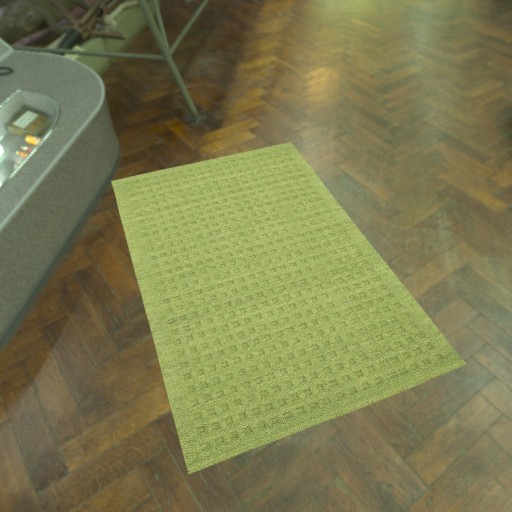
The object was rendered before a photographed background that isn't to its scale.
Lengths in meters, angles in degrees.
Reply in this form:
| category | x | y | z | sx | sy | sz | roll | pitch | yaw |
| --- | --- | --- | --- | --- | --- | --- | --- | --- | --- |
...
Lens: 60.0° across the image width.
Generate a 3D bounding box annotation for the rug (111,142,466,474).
| category | x | y | z | sx | sy | sz | roll | pitch | yaw |
| --- | --- | --- | --- | --- | --- | --- | --- | --- | --- |
| rug | 0.000 | 0.000 | 2.898 | 1.529 | 0.007 | 2.297 | -16 | 49 | -14 |
